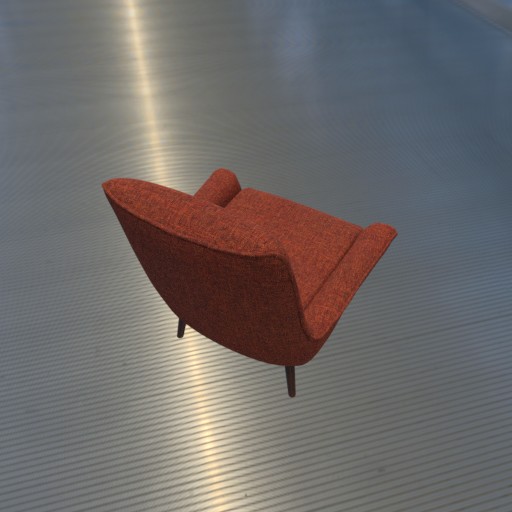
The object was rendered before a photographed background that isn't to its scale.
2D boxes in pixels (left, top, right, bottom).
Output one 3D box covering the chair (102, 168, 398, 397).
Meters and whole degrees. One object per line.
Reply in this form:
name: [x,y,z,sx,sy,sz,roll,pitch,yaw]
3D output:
chair: [0.000,0.000,1.572,0.803,0.911,0.784,23,50,21]
